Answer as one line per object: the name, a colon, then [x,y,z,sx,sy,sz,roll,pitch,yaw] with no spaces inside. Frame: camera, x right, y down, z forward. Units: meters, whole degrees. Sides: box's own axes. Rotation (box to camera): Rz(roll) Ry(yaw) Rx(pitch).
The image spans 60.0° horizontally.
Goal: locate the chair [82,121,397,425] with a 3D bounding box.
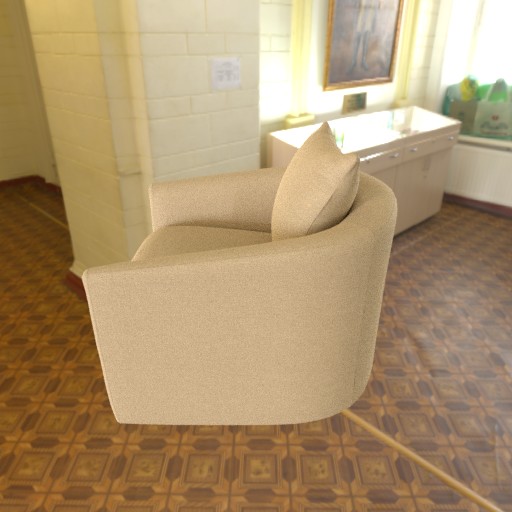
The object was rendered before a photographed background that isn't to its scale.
chair: [0.000,0.000,1.579,0.910,0.848,0.845,0,26,0]
